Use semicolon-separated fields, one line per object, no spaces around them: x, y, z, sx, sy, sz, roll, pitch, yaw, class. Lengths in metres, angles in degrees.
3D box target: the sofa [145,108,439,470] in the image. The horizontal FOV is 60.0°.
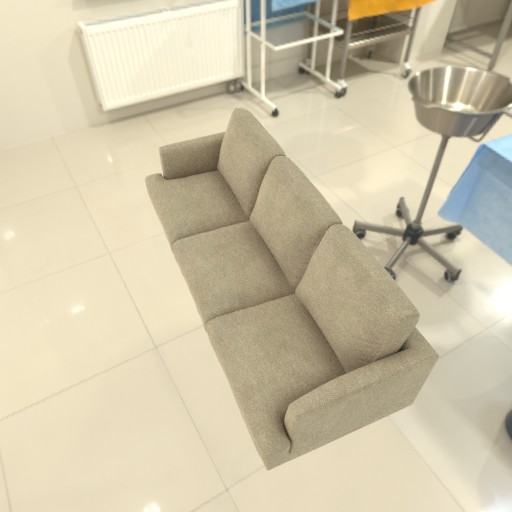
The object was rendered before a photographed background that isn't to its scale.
0.000;0.000;2.762;0.903;0.930;2.246;-17;49;-16;sofa
